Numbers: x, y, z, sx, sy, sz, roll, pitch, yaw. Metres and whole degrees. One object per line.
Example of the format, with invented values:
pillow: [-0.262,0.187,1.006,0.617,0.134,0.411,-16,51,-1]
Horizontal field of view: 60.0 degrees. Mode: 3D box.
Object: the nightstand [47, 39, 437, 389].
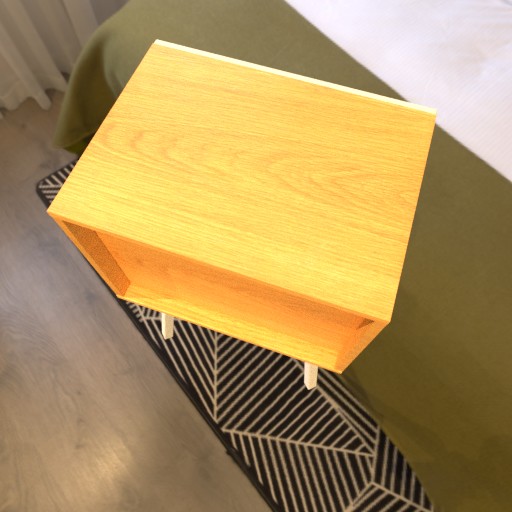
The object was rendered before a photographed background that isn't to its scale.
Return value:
nightstand: [0.000,0.000,0.817,0.400,0.601,0.316,17,66,8]
